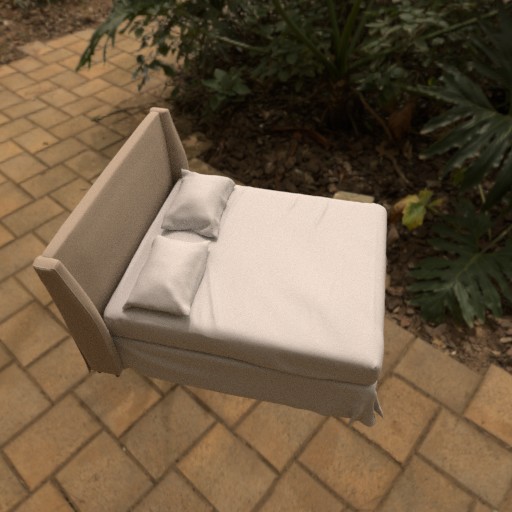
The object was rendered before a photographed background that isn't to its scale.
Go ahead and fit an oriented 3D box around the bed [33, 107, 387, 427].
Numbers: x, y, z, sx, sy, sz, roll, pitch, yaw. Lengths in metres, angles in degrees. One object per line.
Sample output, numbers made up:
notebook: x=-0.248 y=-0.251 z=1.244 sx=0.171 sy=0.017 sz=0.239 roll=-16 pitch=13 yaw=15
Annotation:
bed: x=0.000 y=0.000 z=3.503 sx=2.276 sy=1.332 sz=1.925 roll=9 pitch=48 yaw=9
